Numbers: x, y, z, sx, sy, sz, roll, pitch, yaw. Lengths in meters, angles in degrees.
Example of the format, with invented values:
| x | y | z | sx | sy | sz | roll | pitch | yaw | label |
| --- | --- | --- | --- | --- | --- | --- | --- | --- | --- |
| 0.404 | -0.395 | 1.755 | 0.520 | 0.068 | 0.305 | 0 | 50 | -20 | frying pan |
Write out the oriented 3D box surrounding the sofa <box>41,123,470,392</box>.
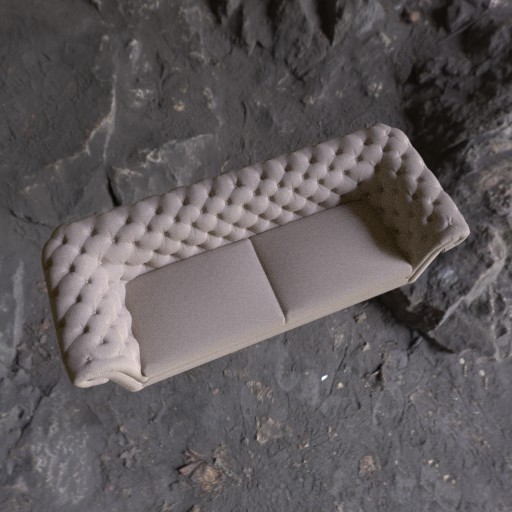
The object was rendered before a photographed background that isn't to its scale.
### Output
| x | y | z | sx | sy | sz | roll | pitch | yaw | label |
| --- | --- | --- | --- | --- | --- | --- | --- | --- | --- |
| 0.000 | 0.000 | 3.166 | 2.694 | 0.847 | 1.076 | -20 | 65 | -9 | sofa |
